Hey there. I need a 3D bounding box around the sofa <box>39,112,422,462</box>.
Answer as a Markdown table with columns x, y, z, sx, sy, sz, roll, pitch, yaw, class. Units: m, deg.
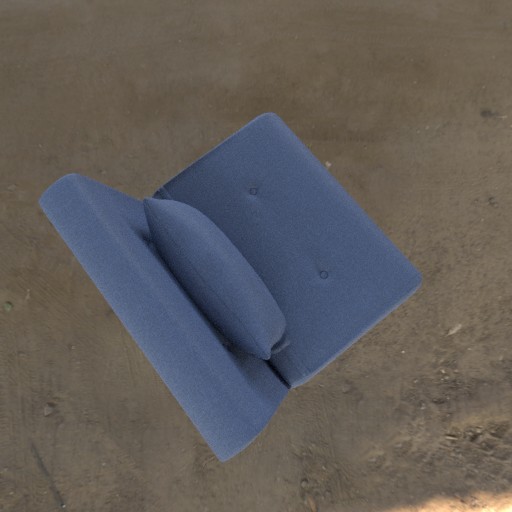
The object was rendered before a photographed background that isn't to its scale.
| x | y | z | sx | sy | sz | roll | pitch | yaw | class |
| --- | --- | --- | --- | --- | --- | --- | --- | --- | --- |
| 0.000 | 0.000 | 1.746 | 0.996 | 0.860 | 0.999 | -37 | 78 | -9 | sofa |
